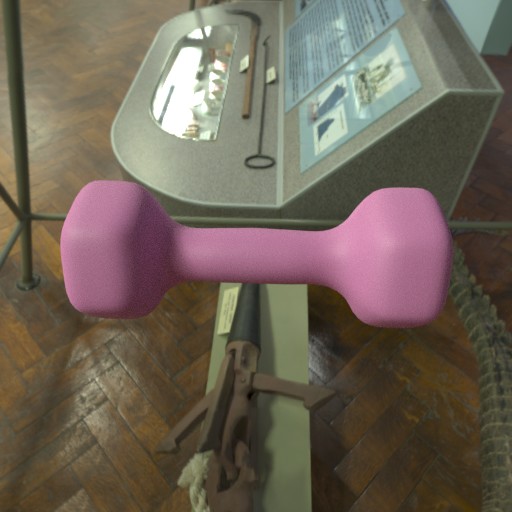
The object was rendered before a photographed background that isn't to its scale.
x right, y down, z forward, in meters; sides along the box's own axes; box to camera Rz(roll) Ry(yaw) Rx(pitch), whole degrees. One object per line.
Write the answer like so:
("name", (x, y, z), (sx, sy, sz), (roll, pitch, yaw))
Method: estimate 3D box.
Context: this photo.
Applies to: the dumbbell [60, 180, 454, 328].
("dumbbell", (0.000, 0.000, 0.194), (0.159, 0.058, 0.064), (2, 47, 2))
